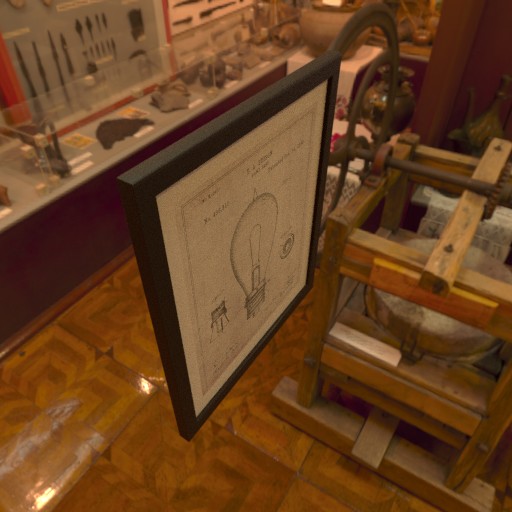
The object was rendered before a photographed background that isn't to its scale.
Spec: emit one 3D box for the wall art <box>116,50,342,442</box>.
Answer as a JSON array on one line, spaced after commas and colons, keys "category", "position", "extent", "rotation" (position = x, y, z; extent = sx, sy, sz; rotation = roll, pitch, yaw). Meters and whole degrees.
[{"category": "wall art", "position": [0.000, 0.000, 0.706], "extent": [0.021, 0.509, 0.430], "rotation": [24, 48, 24]}]
